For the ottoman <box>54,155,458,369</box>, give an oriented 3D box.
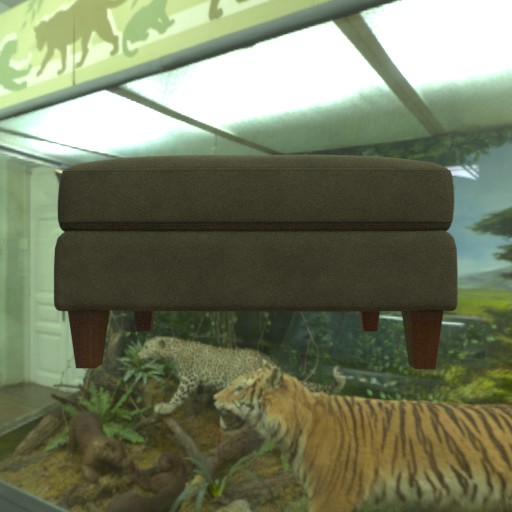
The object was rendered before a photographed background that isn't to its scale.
[{"bbox_3d":[0.000,0.000,1.202,0.864,0.483,0.584,0,0,0],"label":"ottoman"}]
